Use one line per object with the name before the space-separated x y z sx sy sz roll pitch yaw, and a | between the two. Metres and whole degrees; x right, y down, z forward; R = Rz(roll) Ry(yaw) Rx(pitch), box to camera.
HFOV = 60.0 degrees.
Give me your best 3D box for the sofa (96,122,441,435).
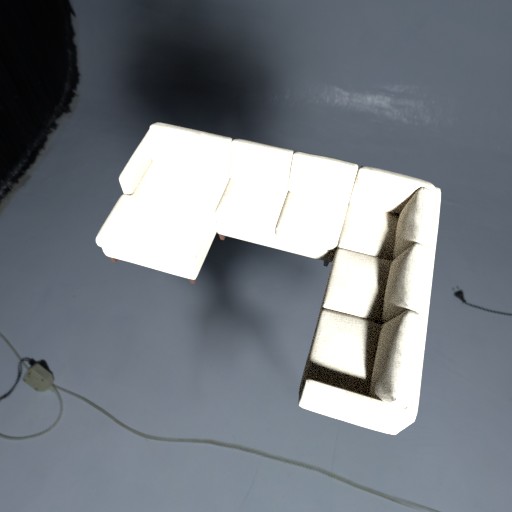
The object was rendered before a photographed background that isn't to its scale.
sofa | 0.000 0.000 4.637 3.460 0.959 2.593 15 59 9
